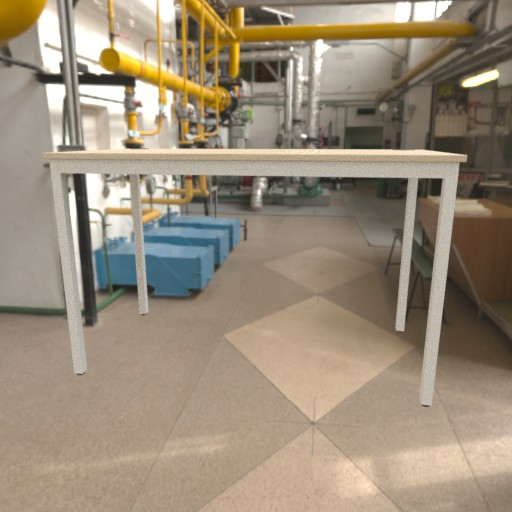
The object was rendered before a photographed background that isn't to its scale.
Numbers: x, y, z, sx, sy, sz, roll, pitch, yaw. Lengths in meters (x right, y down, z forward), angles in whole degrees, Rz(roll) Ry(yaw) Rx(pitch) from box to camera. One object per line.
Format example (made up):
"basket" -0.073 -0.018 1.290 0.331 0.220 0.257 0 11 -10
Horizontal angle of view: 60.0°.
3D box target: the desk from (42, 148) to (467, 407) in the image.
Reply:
"desk" 0.000 0.000 1.614 1.200 0.750 0.600 2 15 9
